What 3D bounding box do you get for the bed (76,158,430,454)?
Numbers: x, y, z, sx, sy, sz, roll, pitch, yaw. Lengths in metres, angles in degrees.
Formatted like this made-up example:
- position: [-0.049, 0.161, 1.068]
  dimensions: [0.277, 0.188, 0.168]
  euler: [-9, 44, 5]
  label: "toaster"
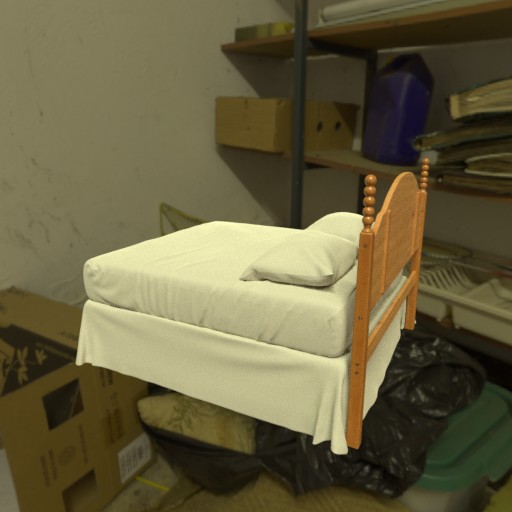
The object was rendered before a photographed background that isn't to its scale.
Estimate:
- position: [0.000, 0.000, 3.194]
  dimensions: [2.040, 1.356, 1.873]
  euler: [8, 17, 27]
  label: "bed"
